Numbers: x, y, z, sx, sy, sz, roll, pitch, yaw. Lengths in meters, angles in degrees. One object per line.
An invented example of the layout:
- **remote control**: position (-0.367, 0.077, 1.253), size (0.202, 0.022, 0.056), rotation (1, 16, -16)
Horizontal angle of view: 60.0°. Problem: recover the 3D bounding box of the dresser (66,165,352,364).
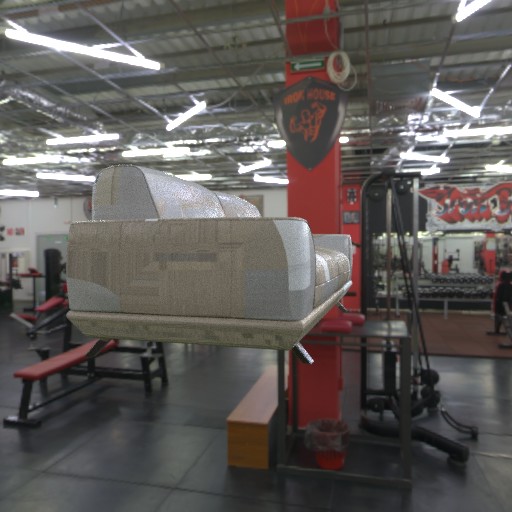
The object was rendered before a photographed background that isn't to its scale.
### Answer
- **dresser**: position (0.000, 0.000, 5.890), size (2.251, 1.863, 4.679), rotation (0, 1, 17)
